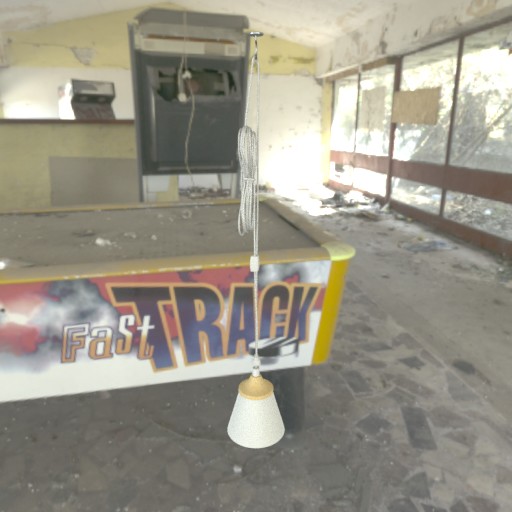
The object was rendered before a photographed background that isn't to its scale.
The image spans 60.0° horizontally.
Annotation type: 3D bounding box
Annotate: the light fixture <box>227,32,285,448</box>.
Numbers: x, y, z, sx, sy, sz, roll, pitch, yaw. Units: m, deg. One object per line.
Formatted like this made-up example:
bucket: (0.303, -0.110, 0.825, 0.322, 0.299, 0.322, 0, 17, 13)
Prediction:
light fixture: (0.000, 0.000, 1.059, 0.153, 0.966, 0.153, 8, 18, 25)
